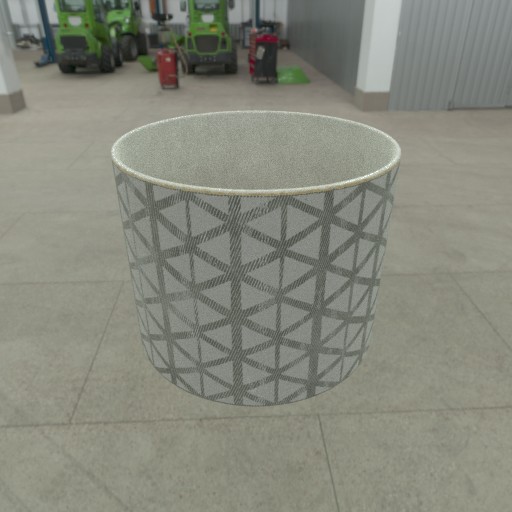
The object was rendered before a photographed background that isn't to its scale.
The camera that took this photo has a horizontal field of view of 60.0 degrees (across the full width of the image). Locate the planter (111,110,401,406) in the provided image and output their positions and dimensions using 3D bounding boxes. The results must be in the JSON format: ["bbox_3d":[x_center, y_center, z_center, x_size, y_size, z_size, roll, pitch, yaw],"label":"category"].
[{"bbox_3d":[0.000,0.000,0.455,0.250,0.239,0.250,0,30,0],"label":"planter"}]
